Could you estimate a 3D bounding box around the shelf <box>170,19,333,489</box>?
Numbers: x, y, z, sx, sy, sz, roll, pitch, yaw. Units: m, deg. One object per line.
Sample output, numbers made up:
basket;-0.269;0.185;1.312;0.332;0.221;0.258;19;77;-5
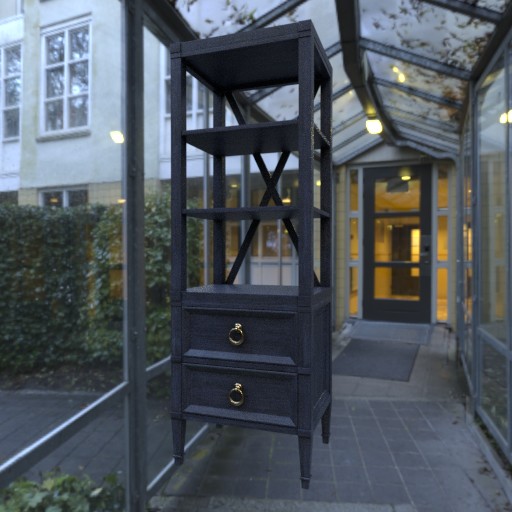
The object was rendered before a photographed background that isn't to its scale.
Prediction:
shelf;0.000;0.000;1.929;0.584;1.727;0.472;0;1;19
